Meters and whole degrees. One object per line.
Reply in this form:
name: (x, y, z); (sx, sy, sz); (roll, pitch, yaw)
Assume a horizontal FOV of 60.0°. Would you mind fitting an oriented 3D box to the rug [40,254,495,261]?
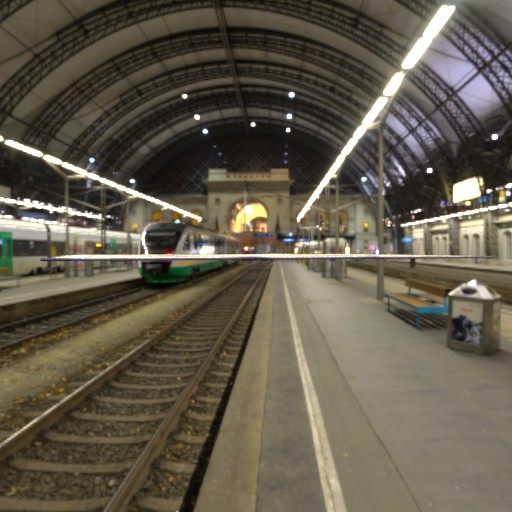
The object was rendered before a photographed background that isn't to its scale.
rug: (0.000, 0.000, 2.184); (1.781, 0.012, 1.184); (0, 1, -19)
